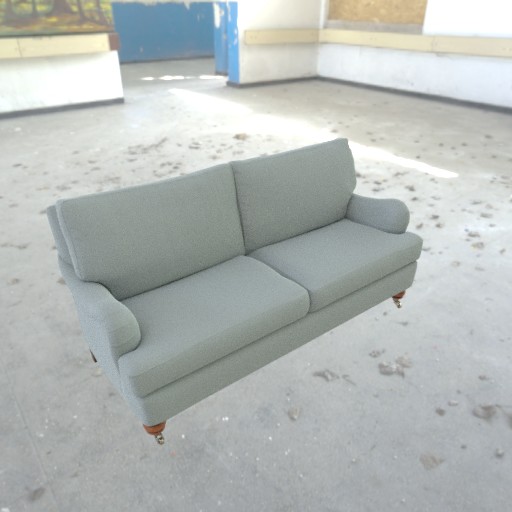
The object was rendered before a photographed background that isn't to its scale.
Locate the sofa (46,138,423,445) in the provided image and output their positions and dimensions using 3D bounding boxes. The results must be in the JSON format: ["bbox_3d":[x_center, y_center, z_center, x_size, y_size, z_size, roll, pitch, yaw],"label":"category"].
[{"bbox_3d":[0.000,0.000,2.833,2.193,1.096,1.069,-21,36,-31],"label":"sofa"}]
